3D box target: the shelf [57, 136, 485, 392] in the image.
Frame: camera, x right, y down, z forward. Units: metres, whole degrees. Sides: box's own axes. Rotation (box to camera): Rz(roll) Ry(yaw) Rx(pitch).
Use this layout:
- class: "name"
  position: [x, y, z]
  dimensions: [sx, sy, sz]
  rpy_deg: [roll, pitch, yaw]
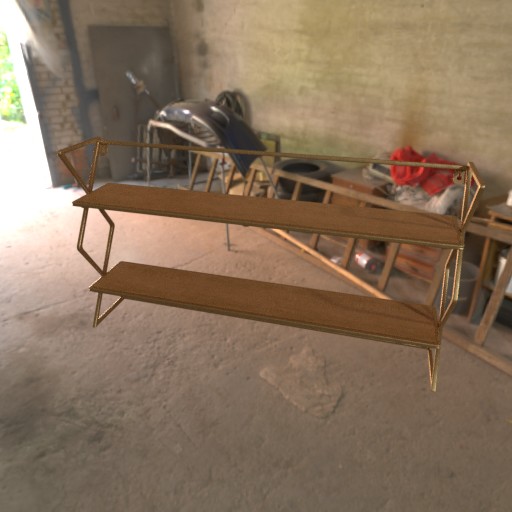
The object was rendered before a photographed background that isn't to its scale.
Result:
- class: "shelf"
  position: [0.000, 0.000, 0.989]
  dimensions: [0.822, 0.450, 0.150]
  rpy_deg: [7, 28, 14]
